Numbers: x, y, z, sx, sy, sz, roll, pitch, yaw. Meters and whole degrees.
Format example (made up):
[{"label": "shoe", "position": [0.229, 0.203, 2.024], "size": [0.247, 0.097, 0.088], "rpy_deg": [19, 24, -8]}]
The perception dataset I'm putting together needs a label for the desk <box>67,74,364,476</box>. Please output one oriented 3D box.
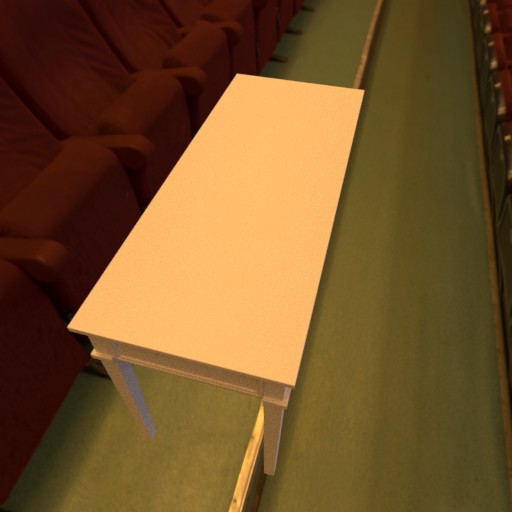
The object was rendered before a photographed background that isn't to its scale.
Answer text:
[{"label": "desk", "position": [0.000, 0.000, 1.743], "size": [0.559, 0.774, 1.372], "rpy_deg": [12, 49, 10]}]
